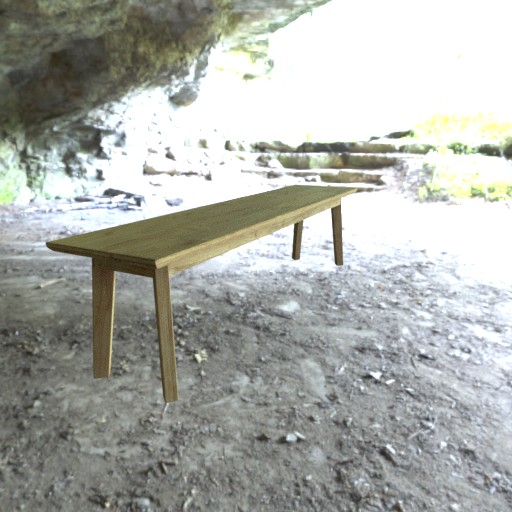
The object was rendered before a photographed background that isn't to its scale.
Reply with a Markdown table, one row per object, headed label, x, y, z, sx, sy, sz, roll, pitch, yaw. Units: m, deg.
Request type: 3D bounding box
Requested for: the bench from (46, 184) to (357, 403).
| label | x | y | z | sx | sy | sz | roll | pitch | yaw |
| --- | --- | --- | --- | --- | --- | --- | --- | --- | --- |
| bench | 0.000 | 0.000 | 1.881 | 0.378 | 0.431 | 1.698 | 8 | 17 | 27 |
